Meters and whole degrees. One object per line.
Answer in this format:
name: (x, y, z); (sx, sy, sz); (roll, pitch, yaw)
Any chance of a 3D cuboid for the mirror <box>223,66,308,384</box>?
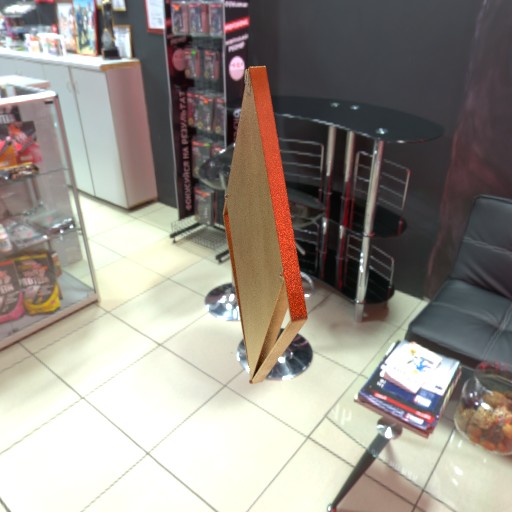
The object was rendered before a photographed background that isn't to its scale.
mirror: (0.000, 0.000, 0.858); (0.032, 0.679, 0.419); (-9, 31, -16)
